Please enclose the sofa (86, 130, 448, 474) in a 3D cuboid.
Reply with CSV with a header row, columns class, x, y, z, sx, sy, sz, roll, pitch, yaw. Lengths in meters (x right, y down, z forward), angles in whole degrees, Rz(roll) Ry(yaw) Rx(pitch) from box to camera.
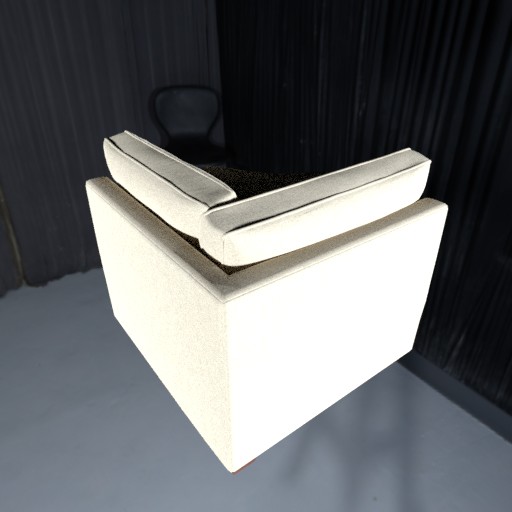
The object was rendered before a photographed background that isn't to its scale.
class,x,y,z,sx,sy,sz,roll,pitch,yaw
sofa,0.000,0.000,2.001,1.084,1.002,1.146,-21,37,-31
